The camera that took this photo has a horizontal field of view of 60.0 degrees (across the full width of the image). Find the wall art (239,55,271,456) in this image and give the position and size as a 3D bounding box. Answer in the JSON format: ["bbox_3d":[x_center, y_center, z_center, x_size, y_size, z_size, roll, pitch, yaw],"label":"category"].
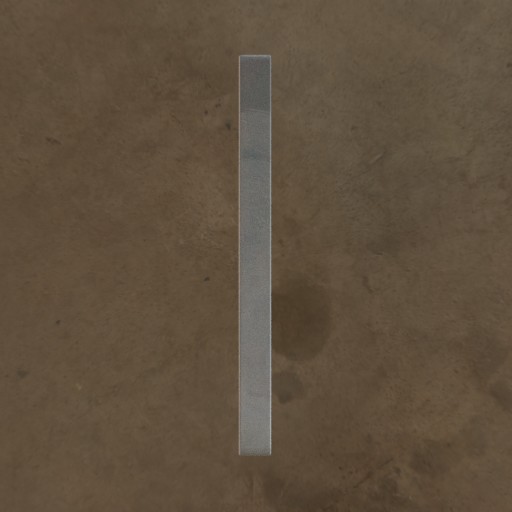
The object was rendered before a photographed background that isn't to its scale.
[{"bbox_3d":[0.000,0.000,0.805,0.037,0.613,0.455,0,90,0],"label":"wall art"}]
